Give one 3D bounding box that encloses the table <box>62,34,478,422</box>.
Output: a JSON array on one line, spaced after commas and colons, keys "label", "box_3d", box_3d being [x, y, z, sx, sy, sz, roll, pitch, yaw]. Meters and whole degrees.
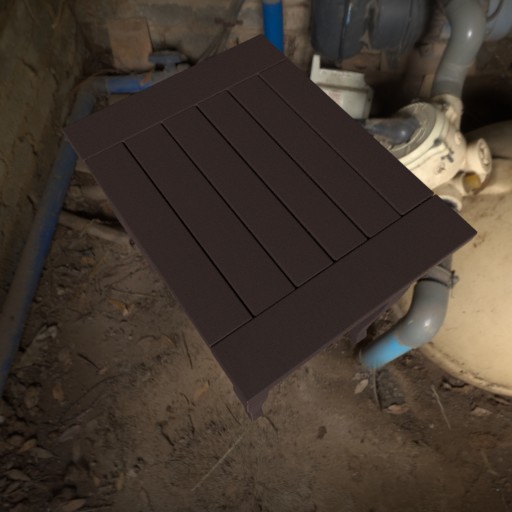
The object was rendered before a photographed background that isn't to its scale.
[{"label": "table", "box_3d": [0.000, 0.000, 1.039, 0.460, 0.605, 0.602, -32, 67, -15]}]
